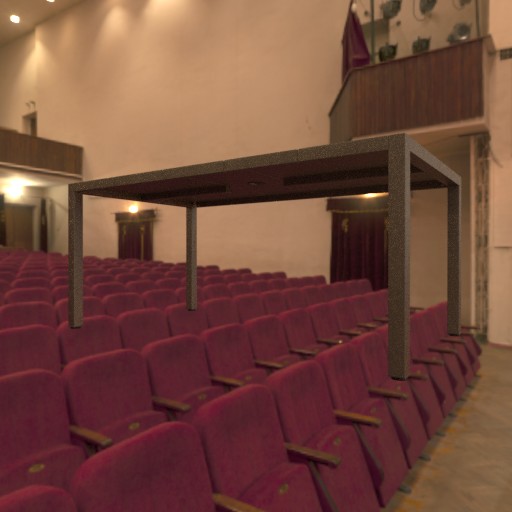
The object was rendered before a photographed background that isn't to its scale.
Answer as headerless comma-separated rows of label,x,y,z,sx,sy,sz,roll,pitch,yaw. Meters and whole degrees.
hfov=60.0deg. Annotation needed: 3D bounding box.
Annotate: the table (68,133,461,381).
table,0.000,0.000,2.148,1.680,0.735,0.914,0,0,34
